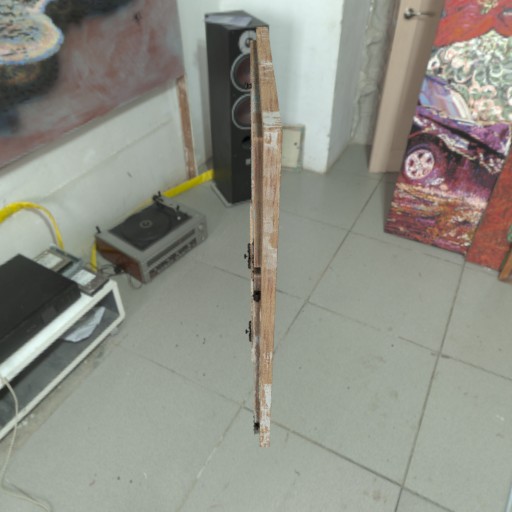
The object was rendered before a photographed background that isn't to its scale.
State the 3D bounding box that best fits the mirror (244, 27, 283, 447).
[{"bbox_3d":[0.000,0.000,1.466,0.083,1.213,0.707,-1,41,-1],"label":"mirror"}]
